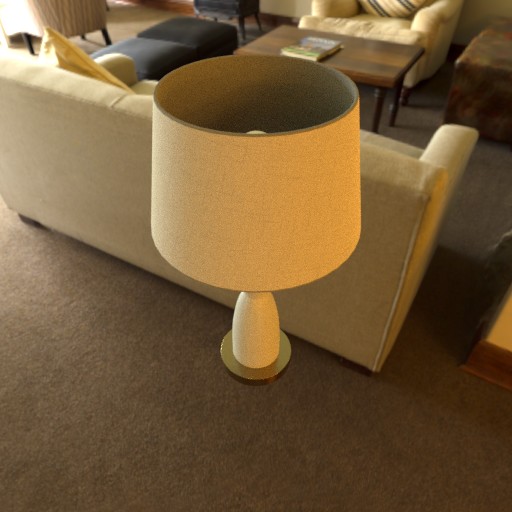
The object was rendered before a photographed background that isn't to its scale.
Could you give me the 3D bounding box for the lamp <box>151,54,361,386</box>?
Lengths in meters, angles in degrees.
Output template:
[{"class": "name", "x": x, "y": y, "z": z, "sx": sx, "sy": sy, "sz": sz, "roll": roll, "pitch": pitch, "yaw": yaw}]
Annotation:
[{"class": "lamp", "x": 0.000, "y": 0.000, "z": 0.715, "sx": 0.309, "sy": 0.545, "sz": 0.309, "roll": 0, "pitch": 42, "yaw": 0}]
